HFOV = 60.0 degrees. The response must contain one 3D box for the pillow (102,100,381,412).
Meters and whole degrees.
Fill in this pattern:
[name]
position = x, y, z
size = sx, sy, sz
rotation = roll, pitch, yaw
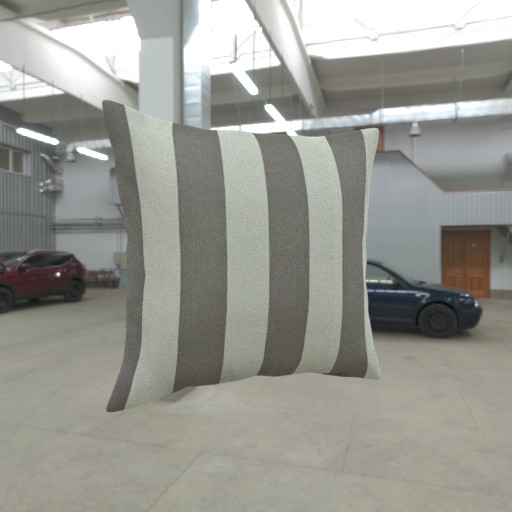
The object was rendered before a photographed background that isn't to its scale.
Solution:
[pillow]
position = 0.000, 0.000, 0.799
size = 0.522, 0.507, 0.192
rotation = 0, 1, -18
